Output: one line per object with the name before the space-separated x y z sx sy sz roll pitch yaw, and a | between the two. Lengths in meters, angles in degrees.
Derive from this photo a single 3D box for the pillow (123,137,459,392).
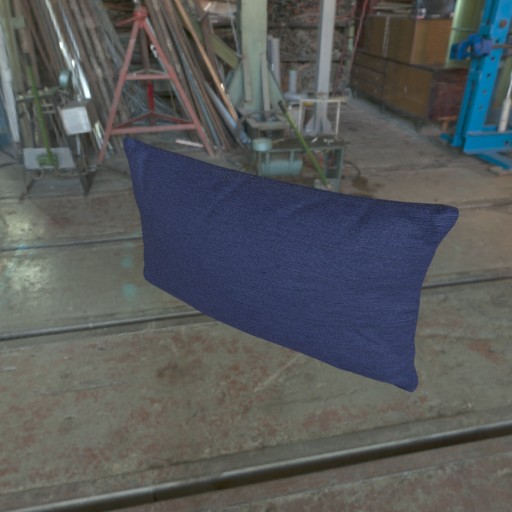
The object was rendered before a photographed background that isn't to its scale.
pillow | 0.000 0.000 0.804 0.633 0.338 0.210 18 35 28
